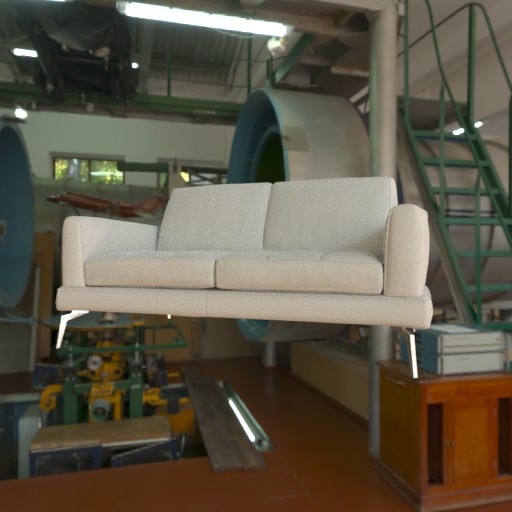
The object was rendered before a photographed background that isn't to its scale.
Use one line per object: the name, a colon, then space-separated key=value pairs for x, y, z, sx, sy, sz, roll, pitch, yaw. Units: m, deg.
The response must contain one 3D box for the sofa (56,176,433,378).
sofa: x=0.000 y=0.000 z=2.464 sx=1.819 sy=0.930 sz=1.121 roll=0 pitch=0 yaw=19
